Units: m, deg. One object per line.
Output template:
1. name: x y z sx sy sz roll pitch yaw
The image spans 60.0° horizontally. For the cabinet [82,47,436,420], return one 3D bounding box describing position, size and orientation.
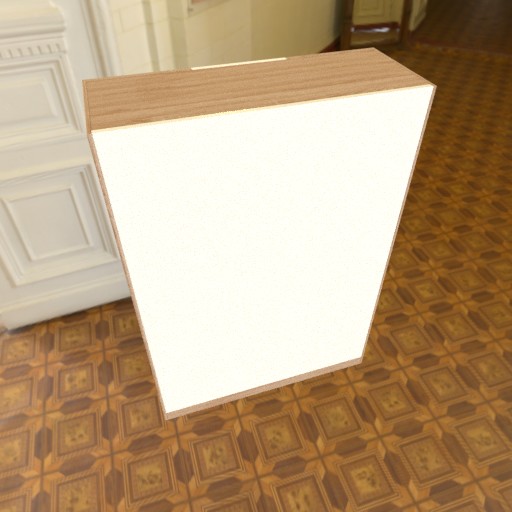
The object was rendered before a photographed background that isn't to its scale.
1. cabinet: 0.000 0.000 2.716 1.500 2.120 0.590 -12 43 -13
